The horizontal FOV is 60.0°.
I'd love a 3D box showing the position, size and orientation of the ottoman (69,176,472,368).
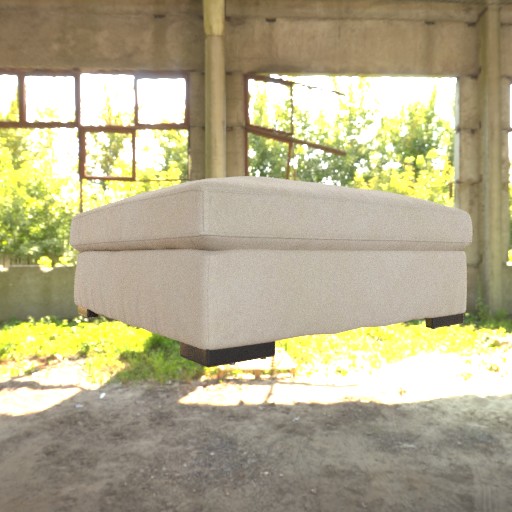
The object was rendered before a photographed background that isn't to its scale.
[{"bbox_3d":[0.000,0.000,1.809,1.190,0.522,1.205,0,0,-36],"label":"ottoman"}]
